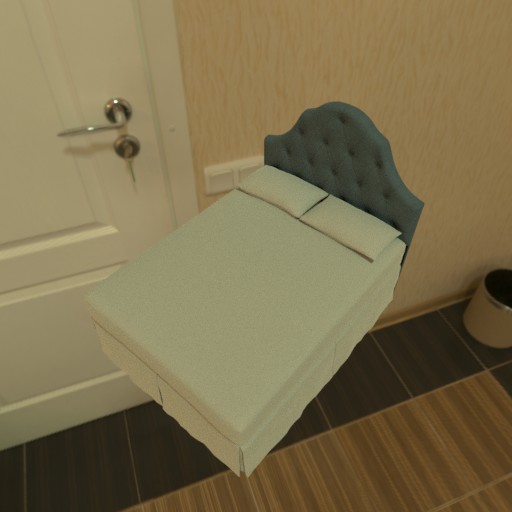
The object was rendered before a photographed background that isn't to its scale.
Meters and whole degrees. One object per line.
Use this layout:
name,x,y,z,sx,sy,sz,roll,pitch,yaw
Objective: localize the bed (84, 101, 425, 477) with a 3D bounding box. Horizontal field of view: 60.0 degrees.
bed,0.000,0.000,3.295,1.636,1.575,2.155,31,53,27
